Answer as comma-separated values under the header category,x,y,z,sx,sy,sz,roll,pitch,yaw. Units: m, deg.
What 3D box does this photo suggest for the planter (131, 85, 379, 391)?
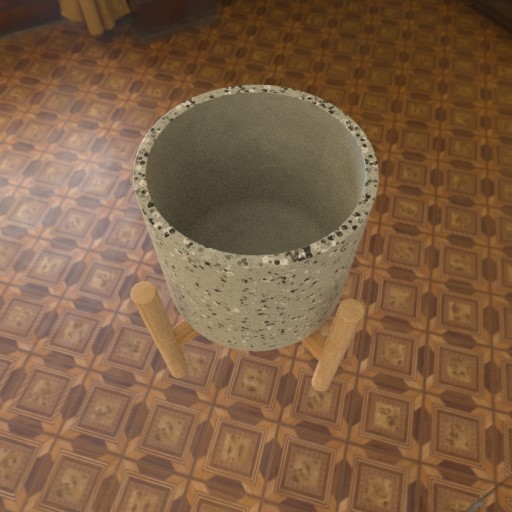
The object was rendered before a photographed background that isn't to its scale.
category,x,y,z,sx,sy,sz,roll,pitch,yaw
planter,0.000,0.000,0.540,0.284,0.320,0.284,-15,59,-9
